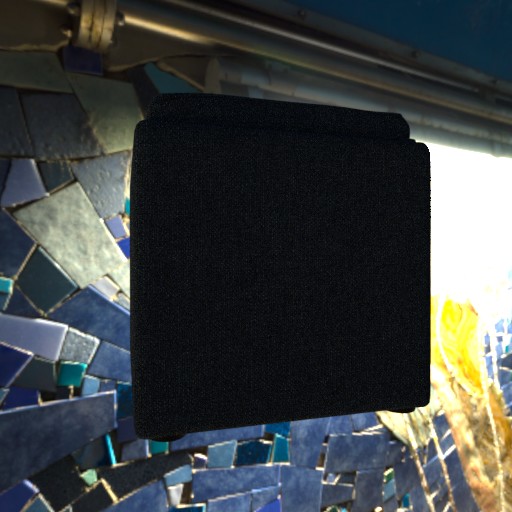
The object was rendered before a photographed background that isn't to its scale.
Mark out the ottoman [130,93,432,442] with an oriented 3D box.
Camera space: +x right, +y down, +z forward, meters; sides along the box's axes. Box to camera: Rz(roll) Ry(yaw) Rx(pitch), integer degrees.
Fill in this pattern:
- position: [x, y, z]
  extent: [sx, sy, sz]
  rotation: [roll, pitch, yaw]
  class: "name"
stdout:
- position: [0.000, 0.000, 0.837]
  extent: [0.454, 0.493, 0.436]
  rotation: [0, 1, -17]
  class: "ottoman"
